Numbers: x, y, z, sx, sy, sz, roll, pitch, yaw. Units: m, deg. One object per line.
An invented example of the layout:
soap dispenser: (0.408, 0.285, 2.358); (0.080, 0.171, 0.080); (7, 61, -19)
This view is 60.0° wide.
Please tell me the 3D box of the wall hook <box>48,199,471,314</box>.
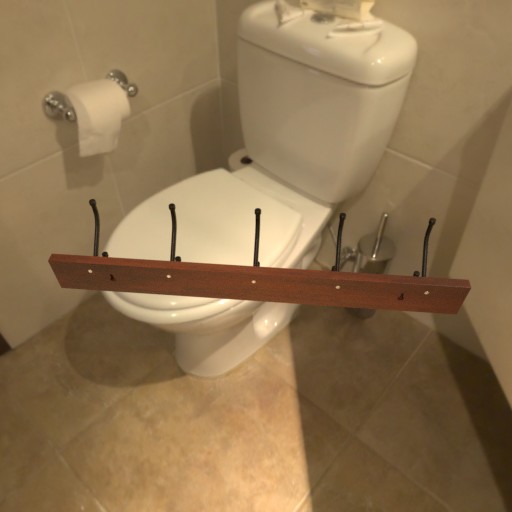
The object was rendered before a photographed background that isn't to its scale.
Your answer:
wall hook: (0.000, 0.000, 0.621); (0.571, 0.117, 0.071); (4, 47, 3)
